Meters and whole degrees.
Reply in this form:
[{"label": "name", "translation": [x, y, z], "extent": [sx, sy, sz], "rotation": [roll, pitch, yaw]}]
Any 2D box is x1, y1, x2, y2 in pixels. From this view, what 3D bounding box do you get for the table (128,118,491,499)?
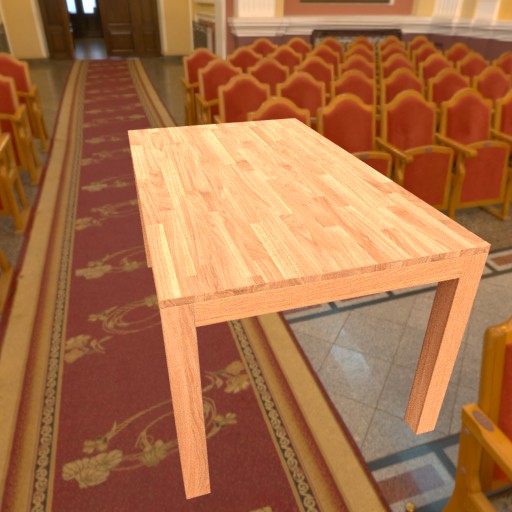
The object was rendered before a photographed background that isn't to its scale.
[{"label": "table", "translation": [0.000, 0.000, 1.921], "extent": [0.900, 0.770, 1.500], "rotation": [-9, 32, -14]}]
